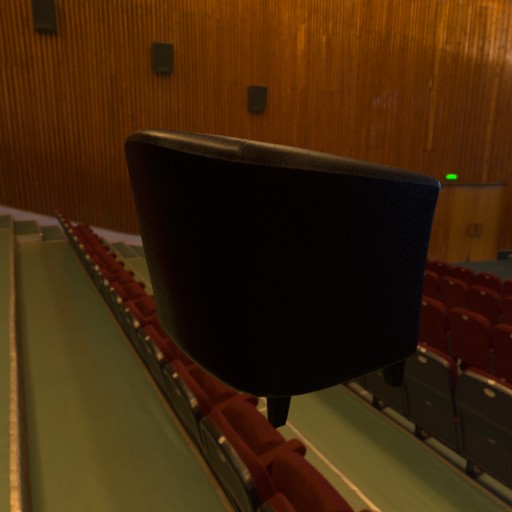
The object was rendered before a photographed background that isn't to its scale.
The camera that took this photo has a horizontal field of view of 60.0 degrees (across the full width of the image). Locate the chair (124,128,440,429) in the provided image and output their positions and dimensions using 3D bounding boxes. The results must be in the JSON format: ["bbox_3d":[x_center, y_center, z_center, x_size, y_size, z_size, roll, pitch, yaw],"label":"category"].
[{"bbox_3d":[0.000,0.000,1.393,0.727,0.756,0.793,-7,15,-28],"label":"chair"}]
